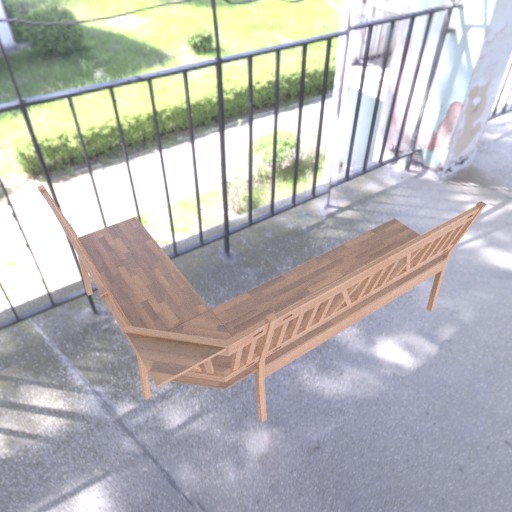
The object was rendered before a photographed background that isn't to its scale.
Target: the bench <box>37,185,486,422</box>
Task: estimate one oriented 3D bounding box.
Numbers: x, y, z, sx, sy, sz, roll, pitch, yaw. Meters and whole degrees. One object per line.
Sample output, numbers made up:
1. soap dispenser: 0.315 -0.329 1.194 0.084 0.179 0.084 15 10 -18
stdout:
1. bench: 0.000 0.000 2.733 1.937 0.902 1.537 -25 48 -25
